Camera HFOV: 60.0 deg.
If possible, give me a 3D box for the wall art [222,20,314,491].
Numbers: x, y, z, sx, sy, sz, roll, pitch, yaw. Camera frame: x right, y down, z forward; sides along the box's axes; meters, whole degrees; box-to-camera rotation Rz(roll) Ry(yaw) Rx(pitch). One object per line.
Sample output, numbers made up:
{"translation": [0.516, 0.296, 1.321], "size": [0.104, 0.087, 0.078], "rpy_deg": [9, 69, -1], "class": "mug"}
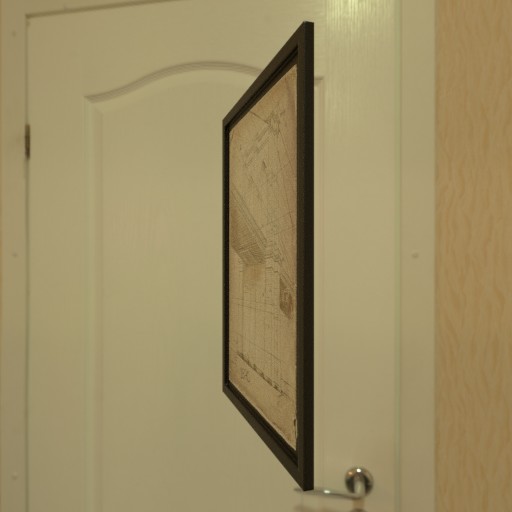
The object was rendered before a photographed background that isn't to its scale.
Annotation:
{"translation": [0.000, 0.000, 0.849], "size": [0.016, 0.657, 0.480], "rpy_deg": [0, 0, -18], "class": "wall art"}
